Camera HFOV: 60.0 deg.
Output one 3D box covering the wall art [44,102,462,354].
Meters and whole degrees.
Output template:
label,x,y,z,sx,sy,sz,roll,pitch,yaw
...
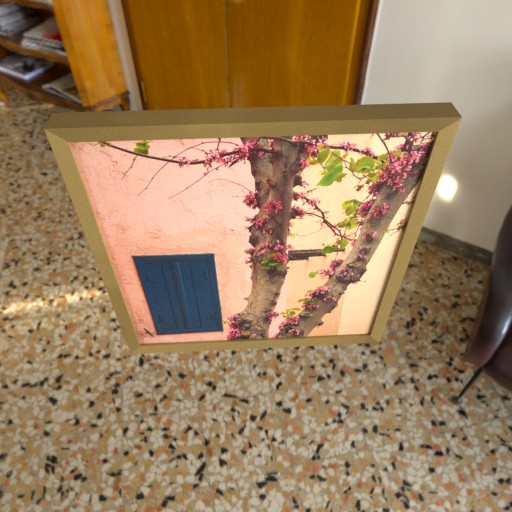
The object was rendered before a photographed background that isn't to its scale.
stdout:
label,x,y,z,sx,sy,sz,roll,pitch,yaw
wall art,0.000,0.000,0.734,0.507,0.508,0.038,-2,47,-2
